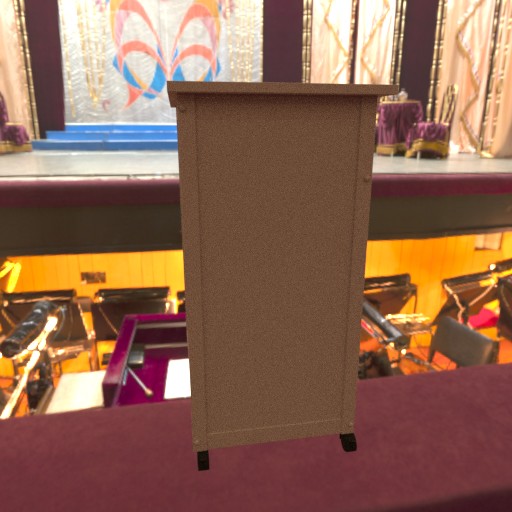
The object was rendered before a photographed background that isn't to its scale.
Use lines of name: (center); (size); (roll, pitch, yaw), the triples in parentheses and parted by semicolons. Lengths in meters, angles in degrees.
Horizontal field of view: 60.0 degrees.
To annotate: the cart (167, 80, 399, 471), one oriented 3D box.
cart: (0.000, 0.000, 1.266); (0.442, 0.864, 0.683); (-3, 16, -10)
